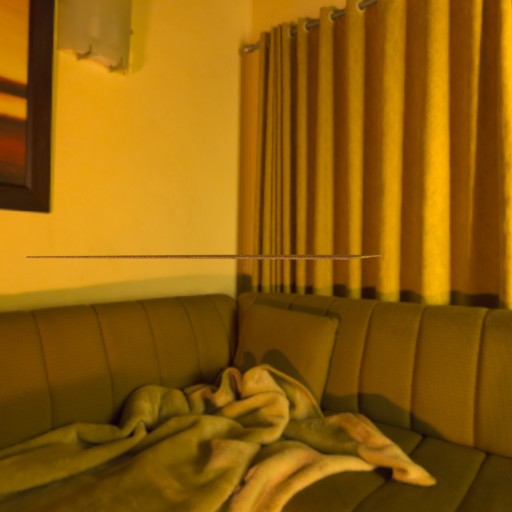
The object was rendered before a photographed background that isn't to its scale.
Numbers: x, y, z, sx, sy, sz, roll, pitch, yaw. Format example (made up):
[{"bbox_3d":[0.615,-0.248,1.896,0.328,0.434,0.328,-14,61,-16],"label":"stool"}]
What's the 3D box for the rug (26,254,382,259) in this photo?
[{"bbox_3d":[0.000,0.000,2.231,1.142,0.006,1.752,0,0,19],"label":"rug"}]
